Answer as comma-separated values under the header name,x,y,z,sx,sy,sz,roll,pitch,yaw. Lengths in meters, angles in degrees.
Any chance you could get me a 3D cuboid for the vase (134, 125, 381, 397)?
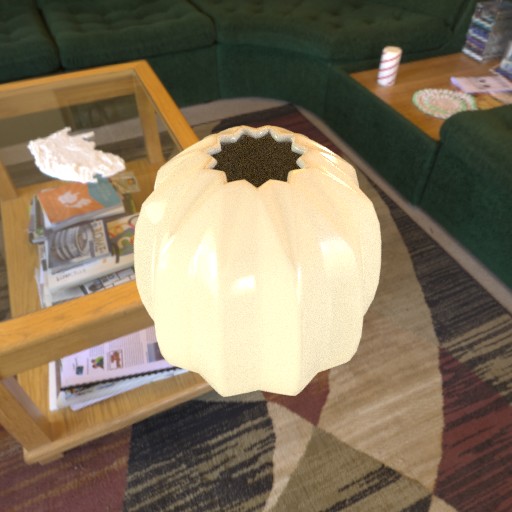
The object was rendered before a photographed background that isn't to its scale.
name,x,y,z,sx,sy,sz,roll,pitch,yaw
vase,0.000,0.000,0.251,0.139,0.134,0.139,0,47,0
